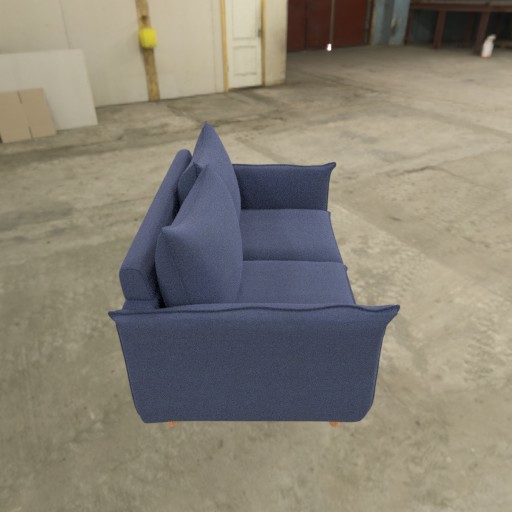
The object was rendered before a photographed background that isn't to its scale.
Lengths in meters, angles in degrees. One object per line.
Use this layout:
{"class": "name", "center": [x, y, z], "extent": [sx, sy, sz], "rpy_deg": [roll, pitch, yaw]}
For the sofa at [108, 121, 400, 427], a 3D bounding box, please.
{"class": "sofa", "center": [0.000, 0.000, 1.865], "extent": [0.820, 0.840, 1.300], "rpy_deg": [0, 31, 0]}
